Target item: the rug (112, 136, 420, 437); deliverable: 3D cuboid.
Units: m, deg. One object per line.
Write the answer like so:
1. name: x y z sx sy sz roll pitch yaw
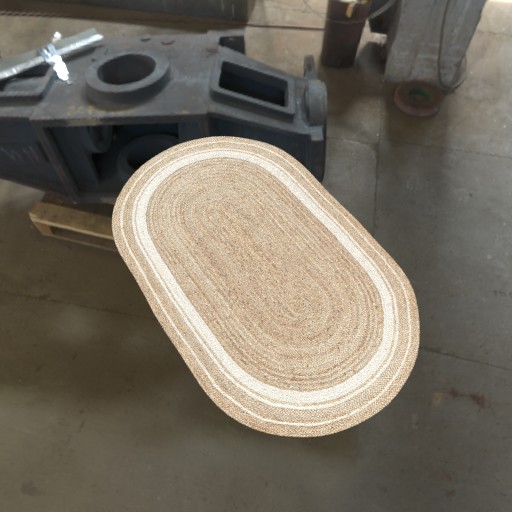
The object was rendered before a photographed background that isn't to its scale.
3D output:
1. rug: 0.000 0.000 2.975 1.520 0.006 2.432 -30 62 -17
